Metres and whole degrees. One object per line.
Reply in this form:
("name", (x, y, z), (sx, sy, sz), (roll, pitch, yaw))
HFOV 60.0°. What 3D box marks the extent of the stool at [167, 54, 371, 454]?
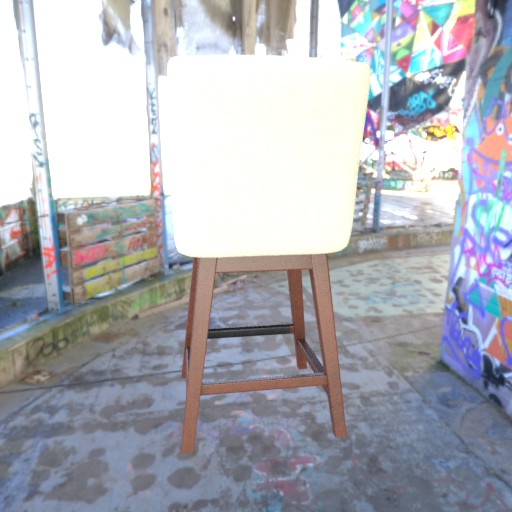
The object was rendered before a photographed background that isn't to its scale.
("stool", (0.000, 0.000, 1.301), (0.469, 0.991, 0.559), (-2, 13, -9))
